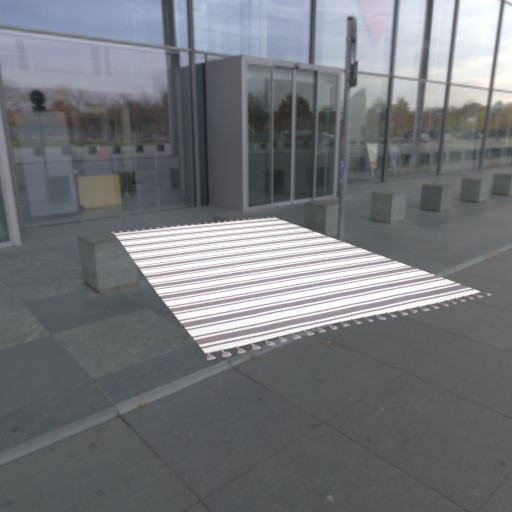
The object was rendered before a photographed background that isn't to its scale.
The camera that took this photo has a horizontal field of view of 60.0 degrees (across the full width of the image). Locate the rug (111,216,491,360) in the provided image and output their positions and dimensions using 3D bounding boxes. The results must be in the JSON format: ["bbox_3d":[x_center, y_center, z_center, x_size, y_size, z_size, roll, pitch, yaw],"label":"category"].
[{"bbox_3d":[0.000,0.000,3.016,1.563,0.014,2.425,-7,17,-25],"label":"rug"}]
